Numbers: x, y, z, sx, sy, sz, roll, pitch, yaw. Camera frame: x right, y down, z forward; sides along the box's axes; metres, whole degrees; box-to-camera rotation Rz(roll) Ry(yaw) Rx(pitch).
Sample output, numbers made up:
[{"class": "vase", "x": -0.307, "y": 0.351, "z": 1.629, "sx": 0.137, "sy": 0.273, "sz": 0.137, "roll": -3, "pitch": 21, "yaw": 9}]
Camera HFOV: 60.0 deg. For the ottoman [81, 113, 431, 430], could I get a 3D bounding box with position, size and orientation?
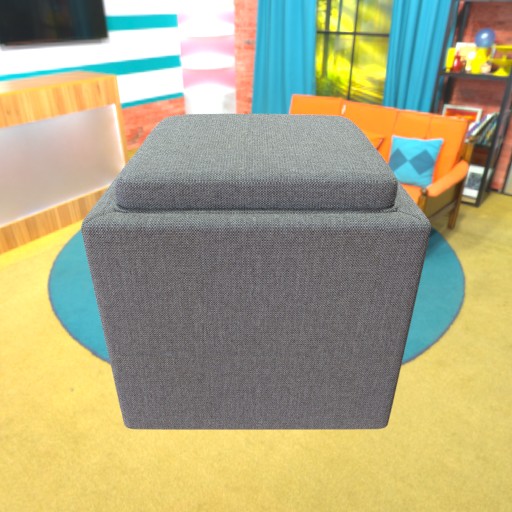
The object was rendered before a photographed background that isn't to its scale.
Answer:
[{"class": "ottoman", "x": 0.000, "y": 0.000, "z": 0.830, "sx": 0.450, "sy": 0.460, "sz": 0.450, "roll": 0, "pitch": 30, "yaw": 0}]
